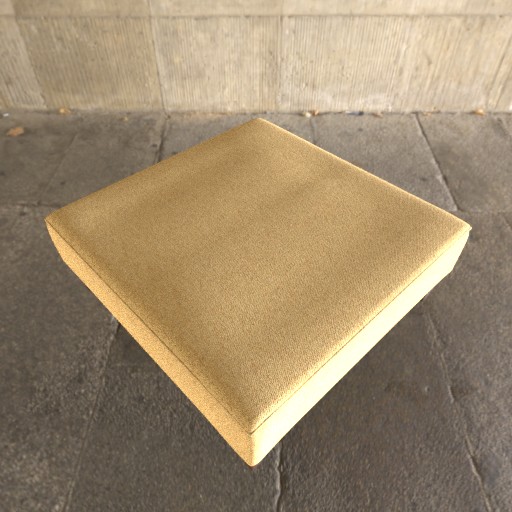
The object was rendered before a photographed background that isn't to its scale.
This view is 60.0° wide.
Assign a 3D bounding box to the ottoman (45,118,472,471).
[{"bbox_3d":[0.000,0.000,1.509,0.970,0.378,0.981,-34,54,-29],"label":"ottoman"}]
